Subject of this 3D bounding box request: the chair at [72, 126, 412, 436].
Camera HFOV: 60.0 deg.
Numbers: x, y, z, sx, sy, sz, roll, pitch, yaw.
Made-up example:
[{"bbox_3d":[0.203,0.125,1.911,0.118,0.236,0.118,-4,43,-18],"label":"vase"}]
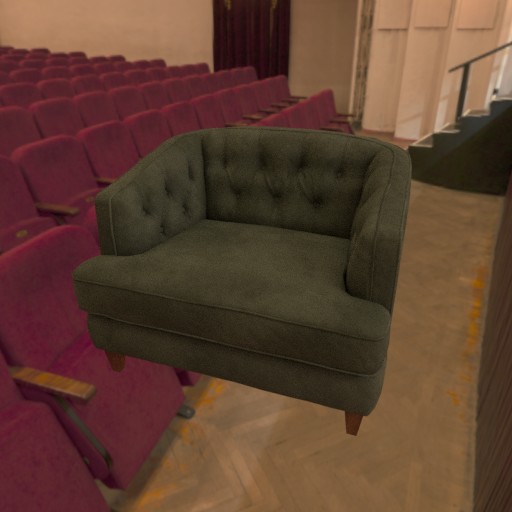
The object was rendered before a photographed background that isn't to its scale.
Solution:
[{"bbox_3d":[0.000,0.000,1.773,1.104,0.852,0.941,9,28,18],"label":"chair"}]
